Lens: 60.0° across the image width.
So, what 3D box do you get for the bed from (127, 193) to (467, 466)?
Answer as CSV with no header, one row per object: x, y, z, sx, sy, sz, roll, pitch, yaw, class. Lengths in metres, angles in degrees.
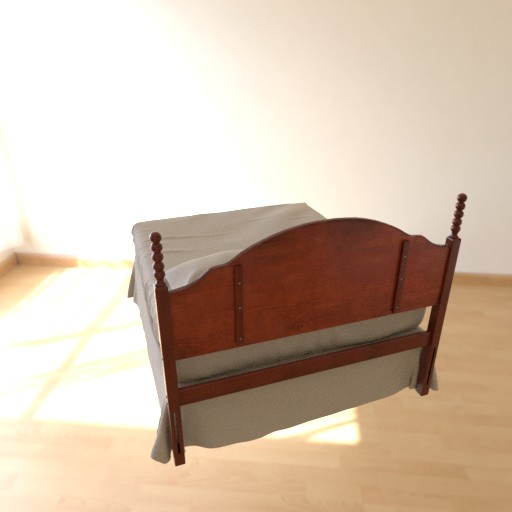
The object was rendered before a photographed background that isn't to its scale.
0.000,0.000,3.211,1.873,1.356,2.040,-9,27,-17,bed
